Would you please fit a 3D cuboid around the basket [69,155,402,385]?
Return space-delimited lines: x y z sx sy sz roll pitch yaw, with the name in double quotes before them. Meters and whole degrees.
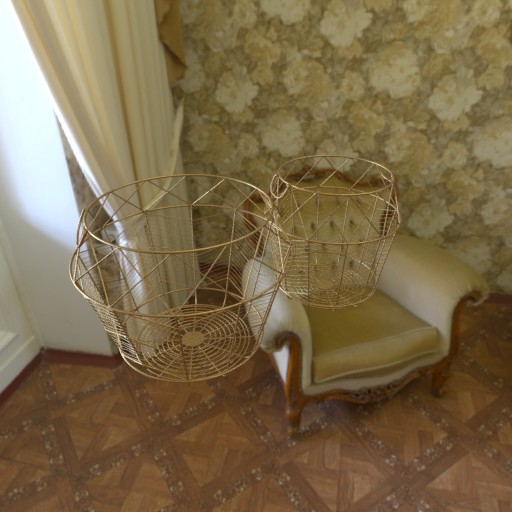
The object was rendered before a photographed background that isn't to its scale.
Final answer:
"basket" 0.000 0.000 1.041 0.805 0.343 0.451 -19 35 -29
